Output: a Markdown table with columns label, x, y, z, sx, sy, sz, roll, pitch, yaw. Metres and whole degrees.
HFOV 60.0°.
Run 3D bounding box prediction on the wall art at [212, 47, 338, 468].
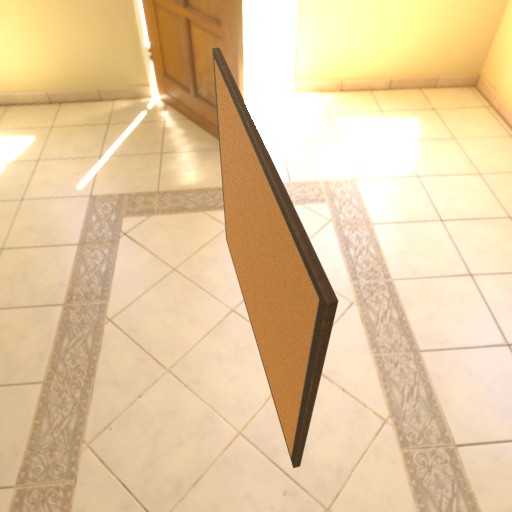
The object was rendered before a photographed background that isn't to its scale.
| label | x | y | z | sx | sy | sz | roll | pitch | yaw |
| --- | --- | --- | --- | --- | --- | --- | --- | --- | --- |
| wall art | 0.000 | 0.000 | 1.404 | 0.023 | 0.875 | 1.033 | -11 | 49 | -10 |
